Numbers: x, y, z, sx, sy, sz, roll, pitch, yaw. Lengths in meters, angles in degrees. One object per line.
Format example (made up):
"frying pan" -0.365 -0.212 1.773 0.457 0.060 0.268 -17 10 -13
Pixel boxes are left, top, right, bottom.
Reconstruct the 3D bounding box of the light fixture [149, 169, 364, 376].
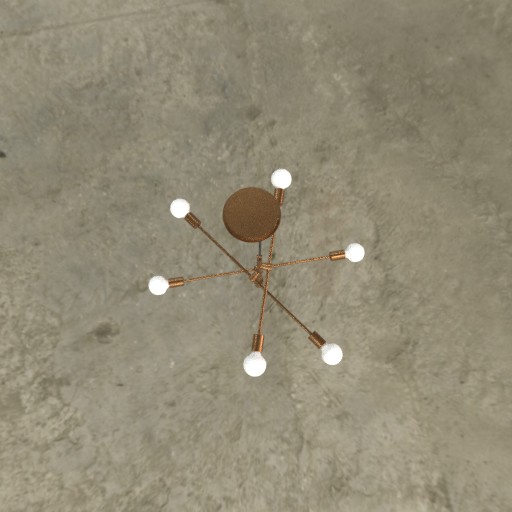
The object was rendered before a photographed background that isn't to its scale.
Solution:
"light fixture" 0.000 0.000 1.269 0.682 0.744 0.637 19 76 5
